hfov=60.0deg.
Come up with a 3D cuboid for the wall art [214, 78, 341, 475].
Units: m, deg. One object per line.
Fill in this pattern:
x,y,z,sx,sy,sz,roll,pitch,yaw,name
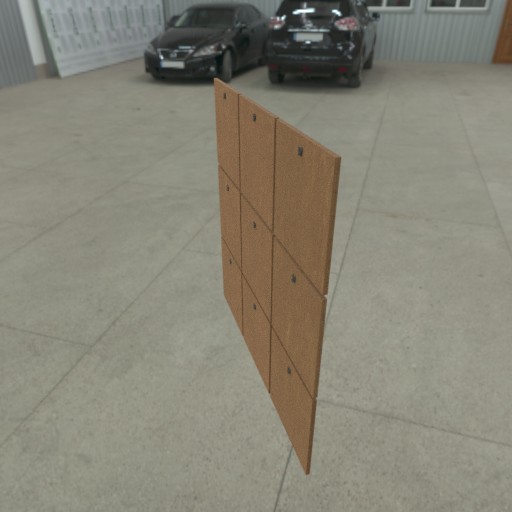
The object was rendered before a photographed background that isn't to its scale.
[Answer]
0.000,0.000,1.385,0.018,0.913,0.915,-9,32,-16,wall art
